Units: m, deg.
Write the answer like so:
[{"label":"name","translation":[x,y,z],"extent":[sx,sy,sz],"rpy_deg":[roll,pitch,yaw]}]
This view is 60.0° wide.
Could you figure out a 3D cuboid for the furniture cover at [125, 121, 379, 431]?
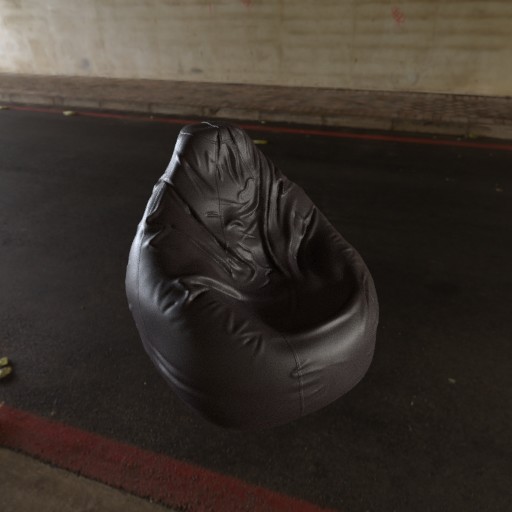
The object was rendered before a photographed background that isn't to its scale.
[{"label":"furniture cover","translation":[0.000,0.000,1.866],"extent":[1.070,0.990,1.070],"rpy_deg":[-21,35,-33]}]
